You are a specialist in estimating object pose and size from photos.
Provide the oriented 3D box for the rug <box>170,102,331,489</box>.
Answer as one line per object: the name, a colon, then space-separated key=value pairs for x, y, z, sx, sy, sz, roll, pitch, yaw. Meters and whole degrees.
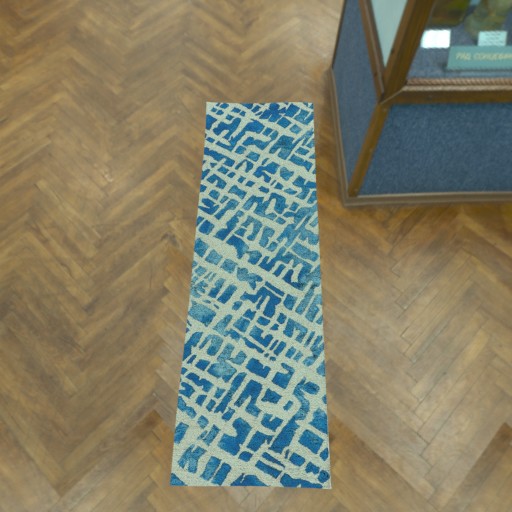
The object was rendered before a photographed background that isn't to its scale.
rug: x=0.000 y=0.000 z=2.640 sx=0.768 sy=0.011 sz=2.446 roll=1 pitch=64 yaw=1
